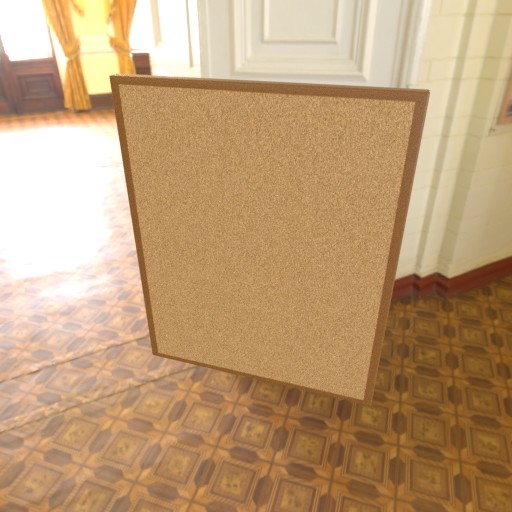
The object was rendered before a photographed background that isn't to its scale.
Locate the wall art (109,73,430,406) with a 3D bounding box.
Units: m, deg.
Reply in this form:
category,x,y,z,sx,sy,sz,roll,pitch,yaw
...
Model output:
category,x,y,z,sx,sy,sz,roll,pitch,yaw
wall art,0.000,0.000,0.512,0.310,0.379,0.015,9,31,15
